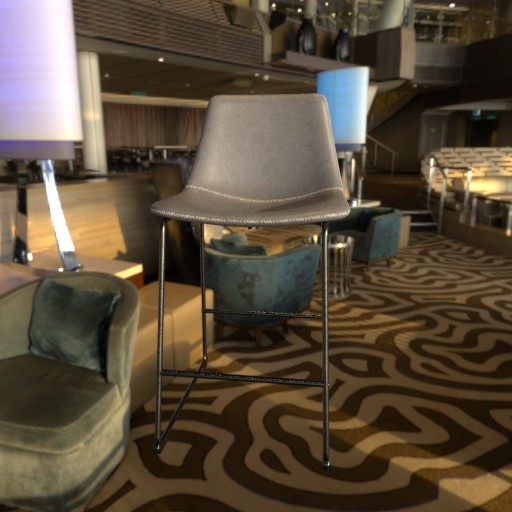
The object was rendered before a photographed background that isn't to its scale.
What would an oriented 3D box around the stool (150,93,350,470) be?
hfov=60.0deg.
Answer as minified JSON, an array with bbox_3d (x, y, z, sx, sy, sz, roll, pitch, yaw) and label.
[{"bbox_3d":[0.000,0.000,1.194,0.470,0.876,0.546,2,14,8],"label":"stool"}]
